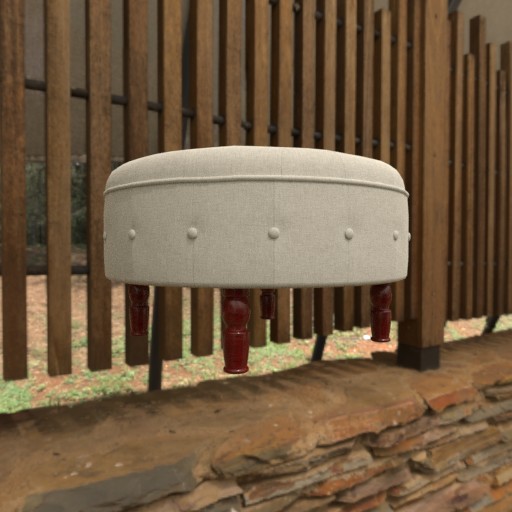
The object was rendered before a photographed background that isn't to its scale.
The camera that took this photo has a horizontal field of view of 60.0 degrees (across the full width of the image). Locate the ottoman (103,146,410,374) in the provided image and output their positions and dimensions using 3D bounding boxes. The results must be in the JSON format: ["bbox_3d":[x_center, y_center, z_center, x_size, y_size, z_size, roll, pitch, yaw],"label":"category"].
[{"bbox_3d":[0.000,0.000,1.305,0.850,0.483,0.850,0,1,0],"label":"ottoman"}]
